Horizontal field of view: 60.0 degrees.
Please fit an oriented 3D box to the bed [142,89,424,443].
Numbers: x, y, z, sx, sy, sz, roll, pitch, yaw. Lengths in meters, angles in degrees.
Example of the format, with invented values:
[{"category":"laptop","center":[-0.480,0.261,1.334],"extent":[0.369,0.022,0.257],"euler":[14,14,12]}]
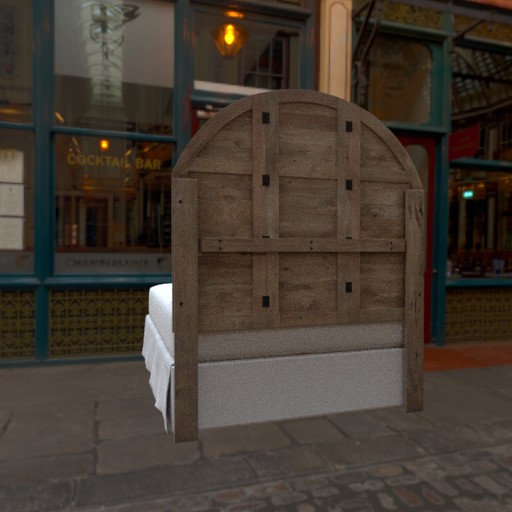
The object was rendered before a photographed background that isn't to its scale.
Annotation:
[{"category":"bed","center":[0.000,0.000,3.631],"extent":[1.713,2.002,2.112],"euler":[0,1,-18]}]
